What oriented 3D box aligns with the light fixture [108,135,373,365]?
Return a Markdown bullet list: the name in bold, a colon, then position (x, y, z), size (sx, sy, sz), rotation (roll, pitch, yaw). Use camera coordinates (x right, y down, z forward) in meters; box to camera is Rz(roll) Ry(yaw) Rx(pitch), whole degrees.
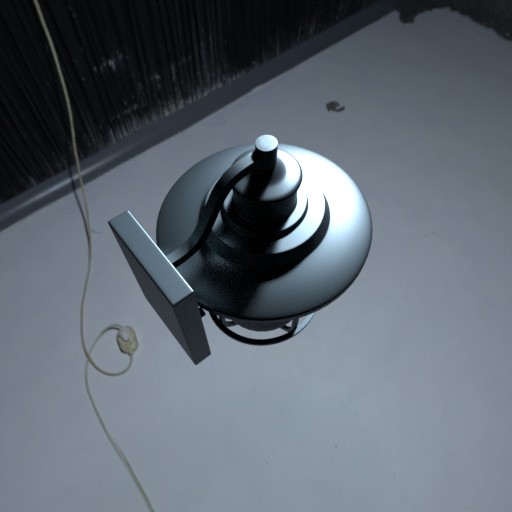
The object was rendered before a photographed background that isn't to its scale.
- **light fixture**: position (0.000, 0.000, 0.514), size (0.252, 0.345, 0.222), rotation (-34, 65, -19)
